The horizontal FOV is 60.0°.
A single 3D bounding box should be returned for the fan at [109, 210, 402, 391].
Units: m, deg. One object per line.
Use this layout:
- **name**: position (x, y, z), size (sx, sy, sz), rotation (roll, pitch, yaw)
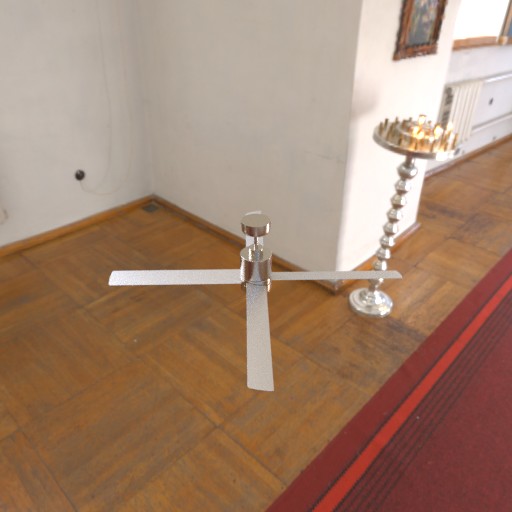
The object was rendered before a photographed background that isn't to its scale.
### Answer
- **fan**: position (0.000, 0.000, 1.960), size (1.322, 0.355, 1.322), rotation (-1, 32, -1)
